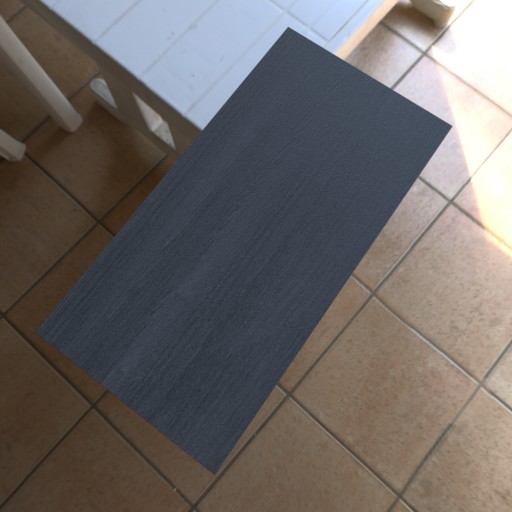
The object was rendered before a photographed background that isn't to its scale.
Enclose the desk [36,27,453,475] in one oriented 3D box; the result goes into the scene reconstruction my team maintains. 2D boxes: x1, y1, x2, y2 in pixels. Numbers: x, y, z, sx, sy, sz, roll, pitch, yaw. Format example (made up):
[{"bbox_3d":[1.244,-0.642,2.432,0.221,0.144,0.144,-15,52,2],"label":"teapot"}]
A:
[{"bbox_3d":[0.000,0.000,1.519,0.557,0.729,1.099,35,79,8],"label":"desk"}]
